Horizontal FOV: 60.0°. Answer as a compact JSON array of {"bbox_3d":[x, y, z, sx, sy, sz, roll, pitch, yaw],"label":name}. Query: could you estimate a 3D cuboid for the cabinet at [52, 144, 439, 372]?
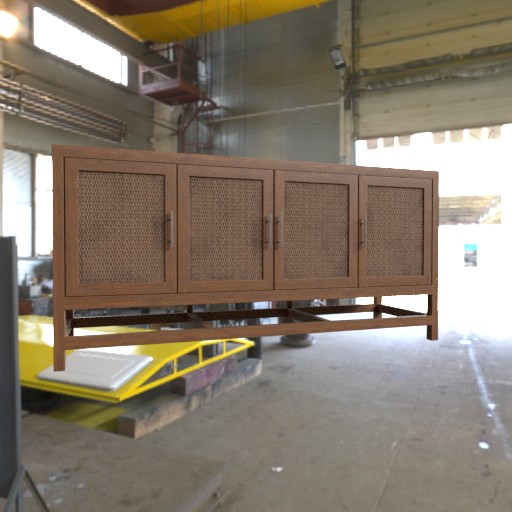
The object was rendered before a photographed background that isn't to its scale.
[{"bbox_3d":[0.000,0.000,2.095,1.708,0.820,0.522,0,1,-19],"label":"cabinet"}]
